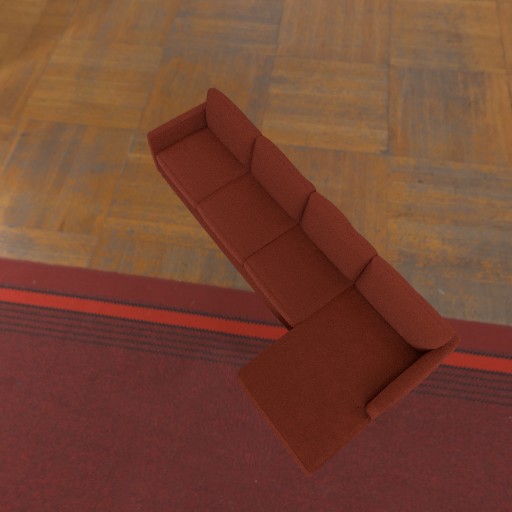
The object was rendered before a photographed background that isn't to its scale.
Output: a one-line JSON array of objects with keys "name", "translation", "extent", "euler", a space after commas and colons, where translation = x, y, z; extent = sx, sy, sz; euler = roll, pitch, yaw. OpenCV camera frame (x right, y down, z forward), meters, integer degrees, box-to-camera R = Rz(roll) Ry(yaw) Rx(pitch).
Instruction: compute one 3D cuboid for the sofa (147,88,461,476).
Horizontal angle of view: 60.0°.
[{"name": "sofa", "translation": [0.000, 0.000, 3.503], "extent": [1.350, 0.810, 2.932], "euler": [-34, 68, -16]}]
